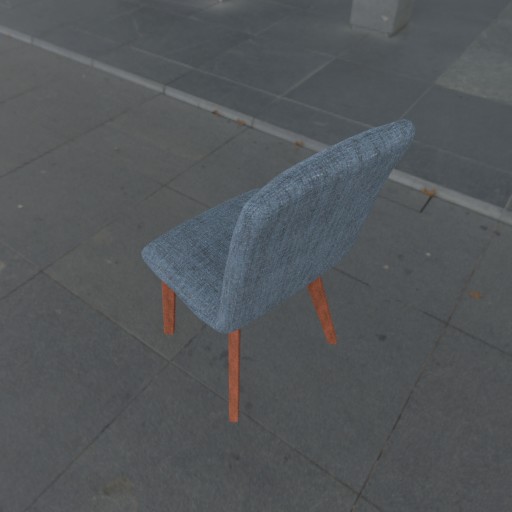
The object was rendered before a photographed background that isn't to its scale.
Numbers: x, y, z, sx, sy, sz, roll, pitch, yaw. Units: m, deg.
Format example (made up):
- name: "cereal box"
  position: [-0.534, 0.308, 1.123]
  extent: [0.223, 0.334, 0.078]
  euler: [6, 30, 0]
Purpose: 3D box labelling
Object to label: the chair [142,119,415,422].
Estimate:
- name: "chair"
  position: [0.000, 0.000, 1.334]
  extent: [0.522, 0.974, 0.563]
  euler: [-31, 54, -26]
